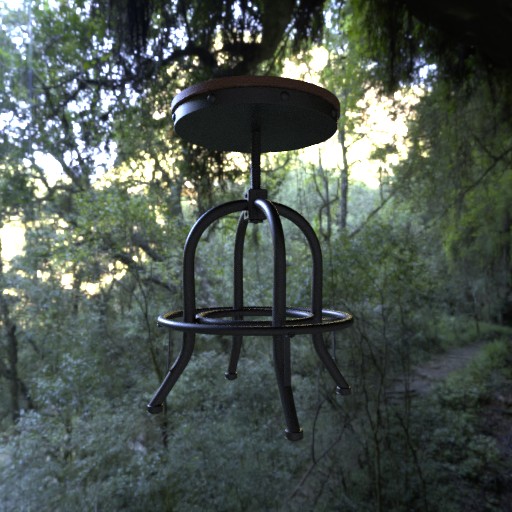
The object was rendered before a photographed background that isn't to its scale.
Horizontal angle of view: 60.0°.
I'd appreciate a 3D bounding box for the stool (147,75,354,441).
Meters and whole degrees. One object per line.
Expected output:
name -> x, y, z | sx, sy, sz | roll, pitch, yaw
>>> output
stool -> 0.000, 0.000, 0.923 | 0.439, 0.609, 0.439 | 0, -2, -18
